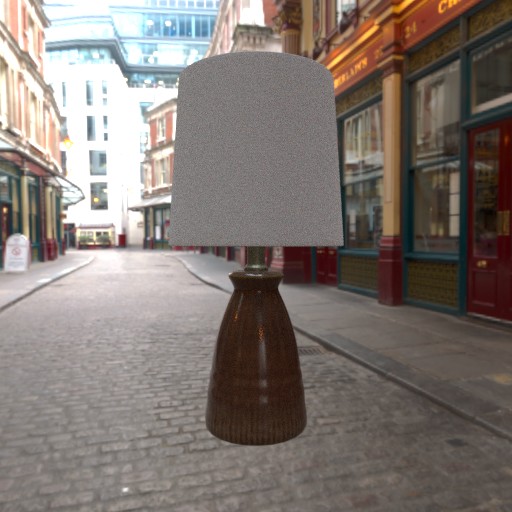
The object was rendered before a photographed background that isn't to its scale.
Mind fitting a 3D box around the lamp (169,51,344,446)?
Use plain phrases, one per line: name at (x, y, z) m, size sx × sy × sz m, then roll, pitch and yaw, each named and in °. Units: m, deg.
lamp at (0.000, 0.000, 0.481) m, size 0.186 × 0.369 × 0.186 m, roll 0°, pitch 2°, yaw 0°
